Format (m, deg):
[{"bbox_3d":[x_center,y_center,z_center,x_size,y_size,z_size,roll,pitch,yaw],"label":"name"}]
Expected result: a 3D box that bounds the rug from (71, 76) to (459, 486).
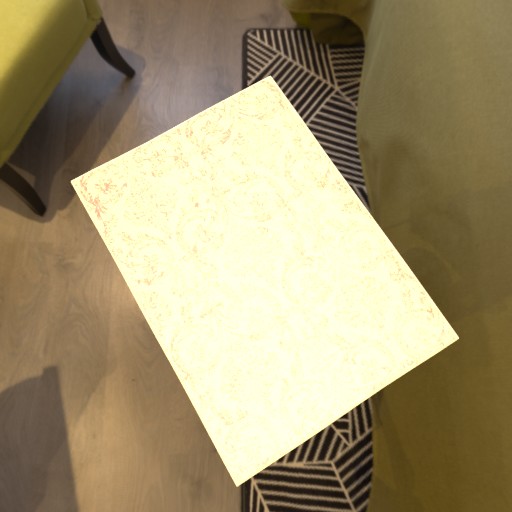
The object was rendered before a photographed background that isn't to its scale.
[{"bbox_3d":[0.000,0.000,2.867,1.598,0.014,2.202,-31,77,-8],"label":"rug"}]
